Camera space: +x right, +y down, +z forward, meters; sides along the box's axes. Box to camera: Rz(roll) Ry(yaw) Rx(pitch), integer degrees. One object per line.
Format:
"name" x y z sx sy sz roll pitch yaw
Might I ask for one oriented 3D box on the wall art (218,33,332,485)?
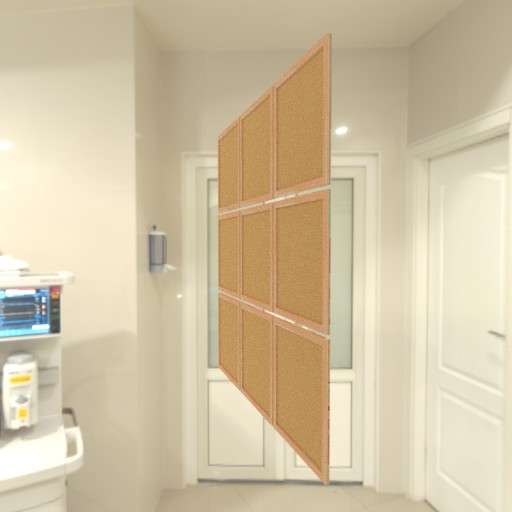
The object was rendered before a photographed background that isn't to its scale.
"wall art" 0.000 0.000 1.771 0.013 1.220 1.216 -1 2 -19
